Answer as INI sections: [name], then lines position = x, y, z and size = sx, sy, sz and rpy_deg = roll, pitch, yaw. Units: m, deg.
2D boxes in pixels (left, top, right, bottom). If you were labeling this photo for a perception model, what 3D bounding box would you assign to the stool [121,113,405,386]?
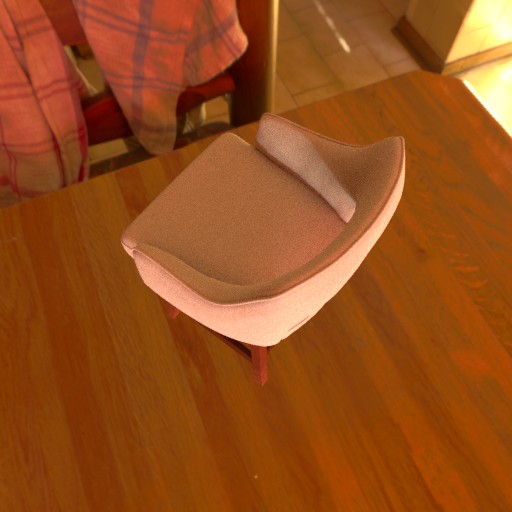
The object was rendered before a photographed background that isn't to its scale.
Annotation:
[stool]
position = 0.000, 0.000, 1.270
size = 0.560, 0.936, 0.550
rpy_deg = 34, 68, 15
